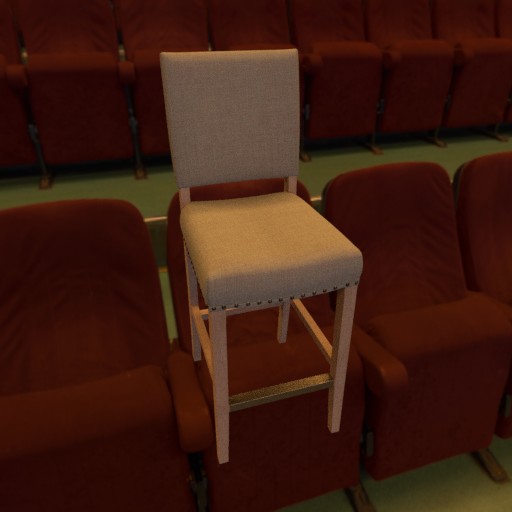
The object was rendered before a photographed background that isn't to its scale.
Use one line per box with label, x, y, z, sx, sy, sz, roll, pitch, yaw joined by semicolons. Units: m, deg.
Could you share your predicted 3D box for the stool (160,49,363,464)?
stool;0.000;0.000;1.434;0.445;1.173;0.585;-9;30;-15
